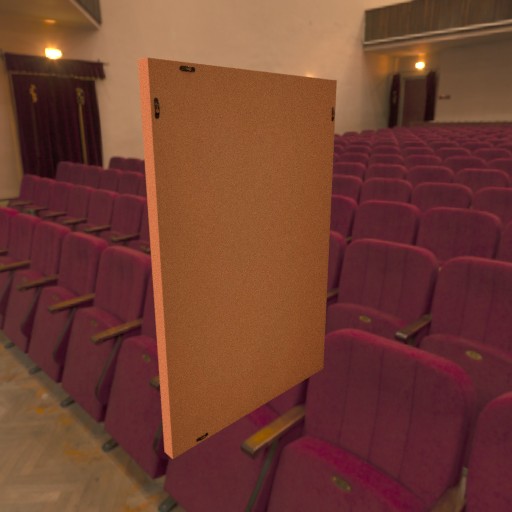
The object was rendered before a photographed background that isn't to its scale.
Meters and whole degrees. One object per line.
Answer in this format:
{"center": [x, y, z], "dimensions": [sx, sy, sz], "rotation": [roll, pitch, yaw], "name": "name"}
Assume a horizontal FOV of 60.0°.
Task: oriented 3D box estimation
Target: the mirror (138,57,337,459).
{"center": [0.000, 0.000, 1.183], "dimensions": [0.609, 0.915, 0.041], "rotation": [-15, 22, -42], "name": "mirror"}
